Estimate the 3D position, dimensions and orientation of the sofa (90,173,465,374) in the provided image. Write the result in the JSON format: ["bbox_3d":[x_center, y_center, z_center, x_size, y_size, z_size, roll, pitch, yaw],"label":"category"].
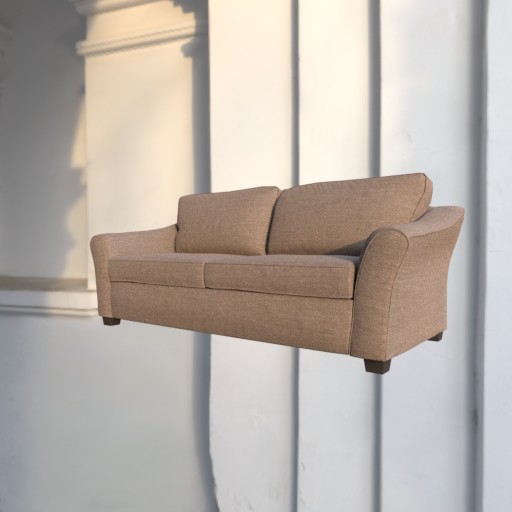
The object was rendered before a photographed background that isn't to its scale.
[{"bbox_3d":[0.000,0.000,2.803,2.270,0.965,0.980,1,2,37],"label":"sofa"}]
